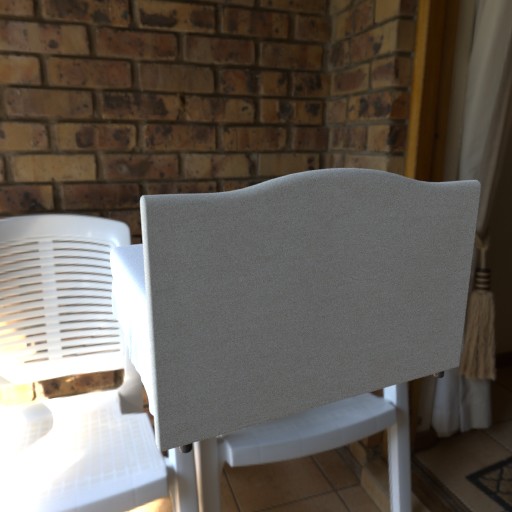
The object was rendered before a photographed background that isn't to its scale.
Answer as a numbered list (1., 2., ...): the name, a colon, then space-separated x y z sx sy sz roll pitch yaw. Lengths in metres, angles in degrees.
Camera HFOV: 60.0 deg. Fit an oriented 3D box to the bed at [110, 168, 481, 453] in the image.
1. bed: 0.000 0.000 3.411 2.083 1.421 2.182 -6 15 -24
